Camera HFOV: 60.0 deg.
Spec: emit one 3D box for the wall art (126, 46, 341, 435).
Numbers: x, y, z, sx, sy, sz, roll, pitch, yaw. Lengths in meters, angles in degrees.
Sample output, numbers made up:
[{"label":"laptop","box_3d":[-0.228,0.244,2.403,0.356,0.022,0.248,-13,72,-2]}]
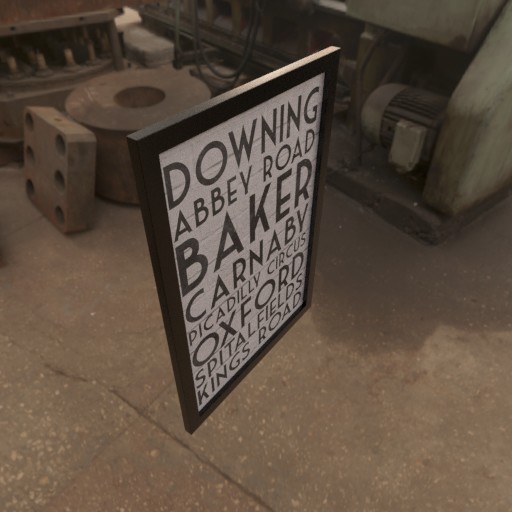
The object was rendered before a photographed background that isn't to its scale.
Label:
[{"label":"wall art","box_3d":[0.000,0.000,0.853,0.019,0.656,0.462,27,47,28]}]
